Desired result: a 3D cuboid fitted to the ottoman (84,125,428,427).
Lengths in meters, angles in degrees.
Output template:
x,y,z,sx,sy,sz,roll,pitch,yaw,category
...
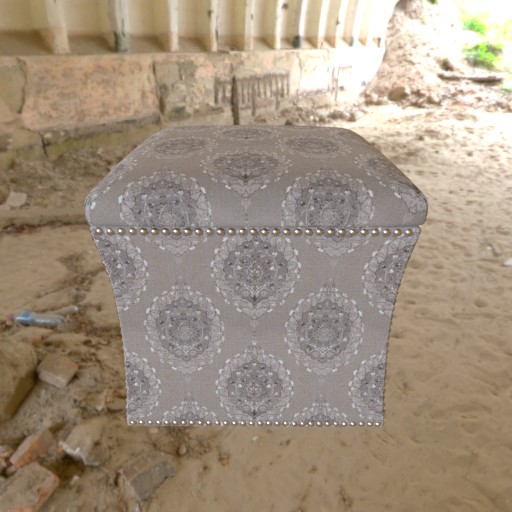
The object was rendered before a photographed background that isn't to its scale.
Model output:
x,y,z,sx,sy,sz,roll,pitch,yaw,category
0.000,0.000,0.908,0.497,0.473,0.507,0,26,0,ottoman
